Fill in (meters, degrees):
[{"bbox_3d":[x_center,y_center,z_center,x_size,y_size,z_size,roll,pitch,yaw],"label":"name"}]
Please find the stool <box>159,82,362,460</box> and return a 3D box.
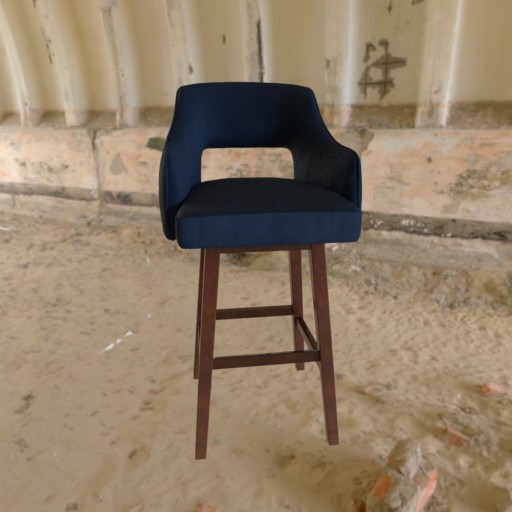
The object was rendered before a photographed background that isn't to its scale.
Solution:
[{"bbox_3d":[0.000,0.000,1.371,0.550,1.041,0.560,-3,18,-8],"label":"stool"}]
